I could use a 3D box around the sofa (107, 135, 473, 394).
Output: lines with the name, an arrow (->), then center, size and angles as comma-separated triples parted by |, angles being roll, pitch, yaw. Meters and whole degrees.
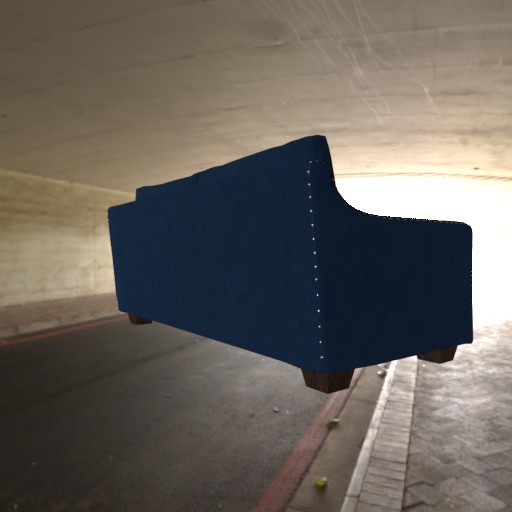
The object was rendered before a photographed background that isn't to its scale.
sofa -> 0.000, 0.000, 2.644 | 1.104, 0.983, 2.107 | 0, 1, -36
